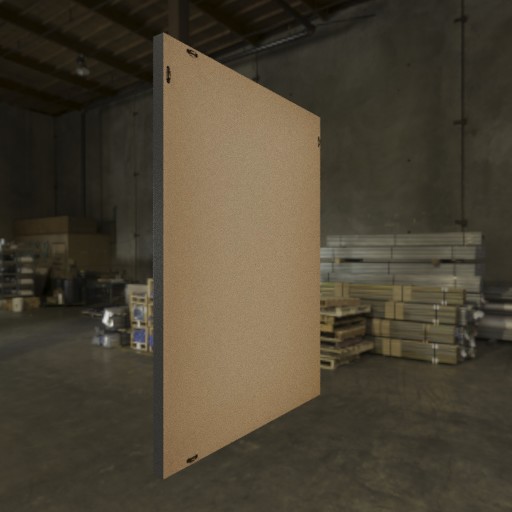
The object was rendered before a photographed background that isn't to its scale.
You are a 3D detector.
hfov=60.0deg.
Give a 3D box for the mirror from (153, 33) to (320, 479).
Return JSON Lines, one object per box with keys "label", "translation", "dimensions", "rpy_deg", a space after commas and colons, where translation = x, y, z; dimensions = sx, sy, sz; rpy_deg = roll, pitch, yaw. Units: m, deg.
{"label": "mirror", "translation": [0.000, 0.000, 1.326], "dimensions": [0.040, 1.016, 0.762], "rpy_deg": [0, 0, 36]}
